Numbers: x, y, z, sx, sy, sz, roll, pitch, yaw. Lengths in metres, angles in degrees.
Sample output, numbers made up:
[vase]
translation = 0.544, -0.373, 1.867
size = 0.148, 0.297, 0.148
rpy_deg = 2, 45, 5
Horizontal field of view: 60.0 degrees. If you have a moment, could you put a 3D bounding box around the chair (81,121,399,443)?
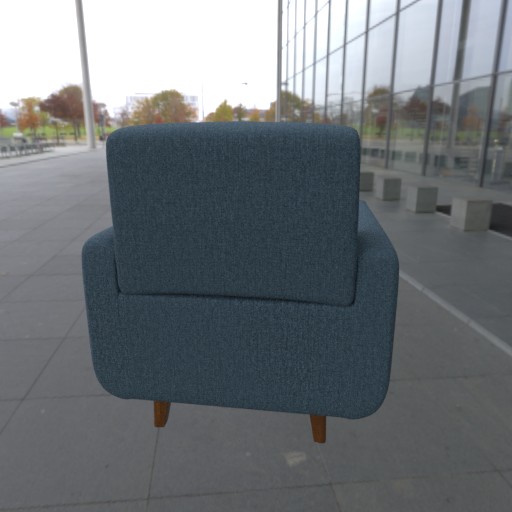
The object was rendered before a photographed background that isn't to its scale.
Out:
[chair]
translation = 0.000, 0.000, 1.639
size = 0.880, 0.940, 0.964
rpy_deg = 2, 16, 8
